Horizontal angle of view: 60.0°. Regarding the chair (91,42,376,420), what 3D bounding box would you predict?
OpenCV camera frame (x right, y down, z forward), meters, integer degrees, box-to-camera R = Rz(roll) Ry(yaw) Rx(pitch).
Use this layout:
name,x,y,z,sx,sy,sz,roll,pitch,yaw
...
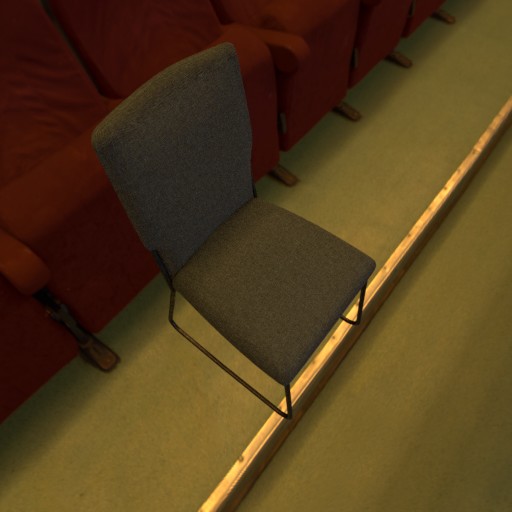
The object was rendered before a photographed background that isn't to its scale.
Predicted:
name,x,y,z,sx,sy,sz,roll,pitch,yaw
chair,0.000,0.000,1.290,0.635,0.931,0.480,34,64,19
